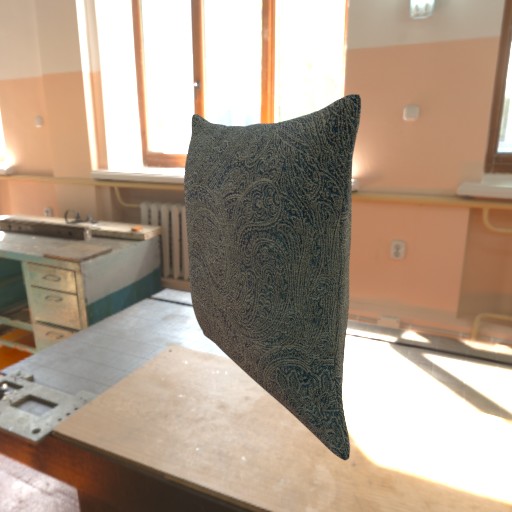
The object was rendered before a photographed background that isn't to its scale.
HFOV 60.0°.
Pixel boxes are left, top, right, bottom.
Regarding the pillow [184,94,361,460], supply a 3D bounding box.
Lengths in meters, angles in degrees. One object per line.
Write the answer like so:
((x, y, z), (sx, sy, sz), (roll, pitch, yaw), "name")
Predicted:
((0.000, 0.000, 0.797), (0.166, 0.510, 0.523), (-8, 17, -28), "pillow")
